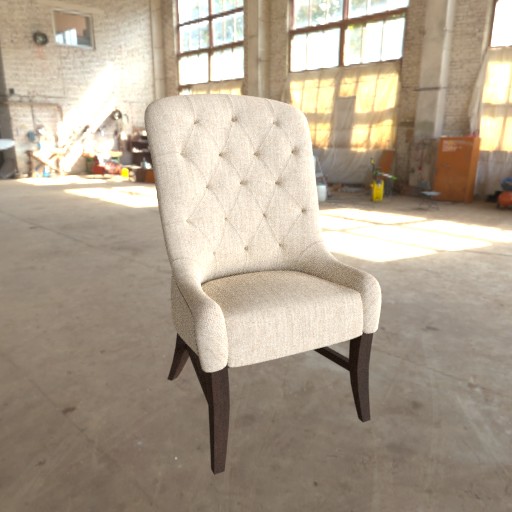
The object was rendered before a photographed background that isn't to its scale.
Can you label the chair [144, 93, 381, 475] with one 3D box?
[{"bbox_3d":[0.000,0.000,1.527,0.634,1.091,0.629,-8,17,-25],"label":"chair"}]
